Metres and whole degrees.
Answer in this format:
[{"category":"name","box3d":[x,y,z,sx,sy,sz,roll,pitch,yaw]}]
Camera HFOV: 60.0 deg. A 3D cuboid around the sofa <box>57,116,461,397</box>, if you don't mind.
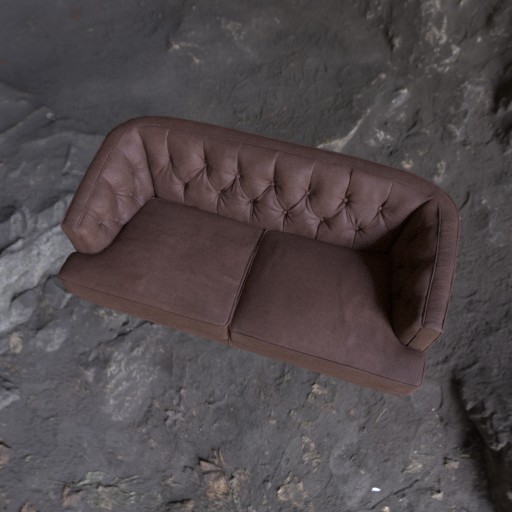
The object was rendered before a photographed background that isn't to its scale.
[{"category":"sofa","box3d":[0.000,0.000,2.251,1.767,0.799,0.917,15,60,9]}]
